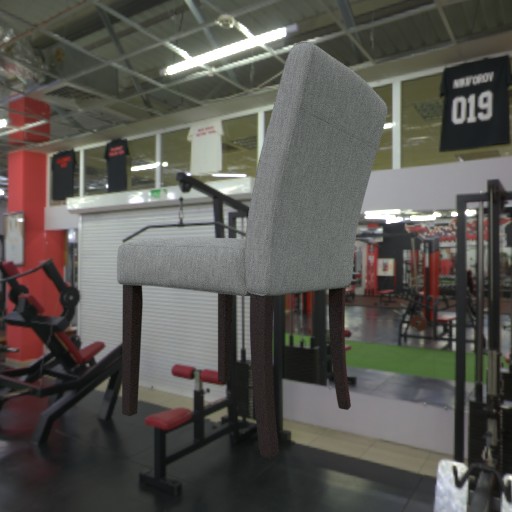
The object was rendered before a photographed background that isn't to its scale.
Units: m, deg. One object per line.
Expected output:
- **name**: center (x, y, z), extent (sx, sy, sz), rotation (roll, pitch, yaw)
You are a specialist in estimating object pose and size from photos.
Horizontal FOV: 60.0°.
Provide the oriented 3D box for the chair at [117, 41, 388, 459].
- **chair**: center (0.000, 0.000, 1.236), extent (0.629, 0.884, 0.487), rotation (0, -1, 36)
